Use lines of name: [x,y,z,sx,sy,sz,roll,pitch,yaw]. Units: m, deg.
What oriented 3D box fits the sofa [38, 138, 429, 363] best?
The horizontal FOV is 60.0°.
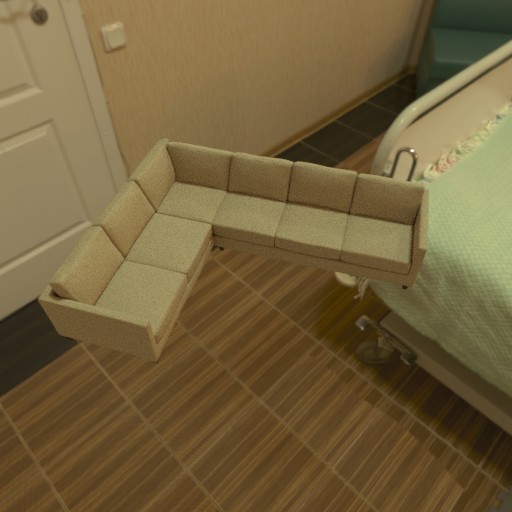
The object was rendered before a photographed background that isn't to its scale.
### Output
sofa: [0.000,0.000,4.421,3.182,0.863,2.432,12,49,11]
